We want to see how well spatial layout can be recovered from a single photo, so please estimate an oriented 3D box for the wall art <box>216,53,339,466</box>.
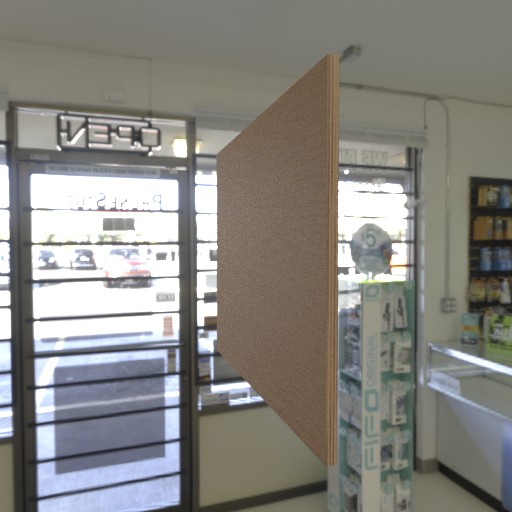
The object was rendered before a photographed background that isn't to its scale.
[{"bbox_3d":[0.000,0.000,0.680,0.013,0.406,0.508,0,2,-17],"label":"wall art"}]
